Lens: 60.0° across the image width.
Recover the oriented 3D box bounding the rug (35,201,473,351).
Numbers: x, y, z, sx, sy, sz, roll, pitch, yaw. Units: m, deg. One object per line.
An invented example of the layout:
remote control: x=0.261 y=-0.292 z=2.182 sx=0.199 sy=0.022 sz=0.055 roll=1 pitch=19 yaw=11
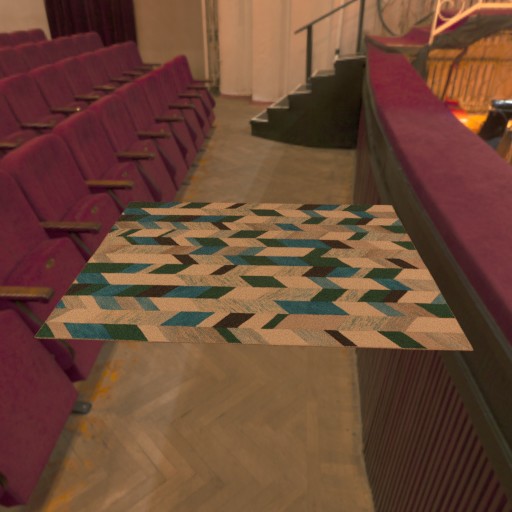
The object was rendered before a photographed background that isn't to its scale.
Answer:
rug: x=0.000 y=0.000 z=4.094 sx=3.036 sy=0.008 sz=2.440 roll=1 pitch=30 yaw=2
